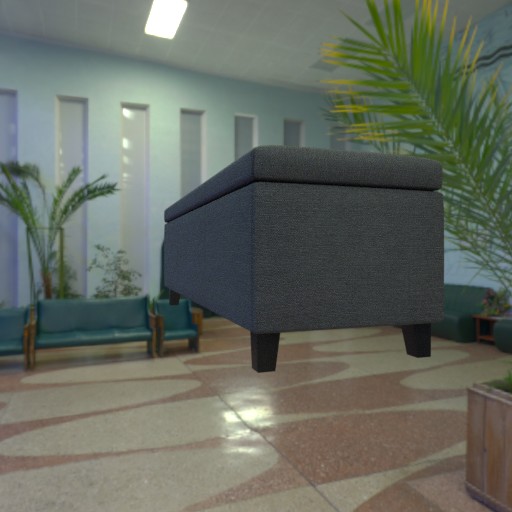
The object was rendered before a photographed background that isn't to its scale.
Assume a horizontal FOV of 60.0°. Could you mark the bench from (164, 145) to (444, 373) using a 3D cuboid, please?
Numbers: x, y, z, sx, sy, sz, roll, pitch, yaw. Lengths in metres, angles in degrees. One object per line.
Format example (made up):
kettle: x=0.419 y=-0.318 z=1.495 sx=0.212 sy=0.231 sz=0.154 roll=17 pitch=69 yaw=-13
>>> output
bench: x=0.000 y=0.000 z=1.469 sx=0.446 sy=0.438 sz=1.269 roll=0 pitch=0 yaw=-19
